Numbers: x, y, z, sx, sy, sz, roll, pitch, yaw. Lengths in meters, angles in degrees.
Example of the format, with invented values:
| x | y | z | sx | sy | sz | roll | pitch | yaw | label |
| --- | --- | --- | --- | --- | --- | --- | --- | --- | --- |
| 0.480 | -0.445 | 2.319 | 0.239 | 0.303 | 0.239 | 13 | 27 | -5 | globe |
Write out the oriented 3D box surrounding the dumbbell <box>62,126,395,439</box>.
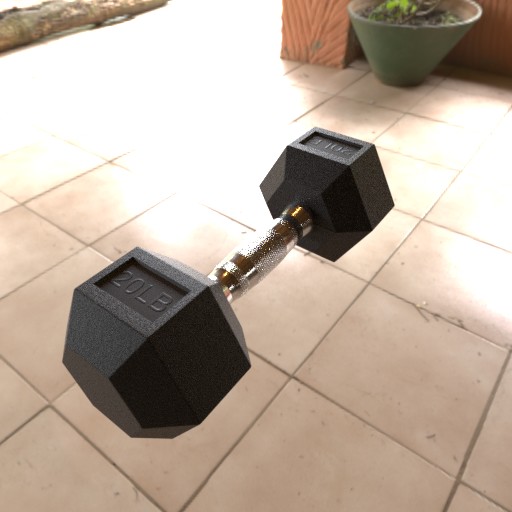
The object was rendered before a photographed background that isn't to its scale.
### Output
| x | y | z | sx | sy | sz | roll | pitch | yaw | label |
| --- | --- | --- | --- | --- | --- | --- | --- | --- | --- |
| 0.000 | 0.000 | 0.341 | 0.116 | 0.101 | 0.297 | 26 | 47 | 27 | dumbbell |
